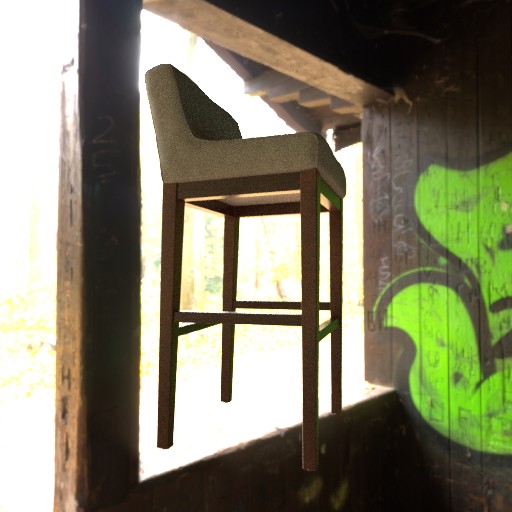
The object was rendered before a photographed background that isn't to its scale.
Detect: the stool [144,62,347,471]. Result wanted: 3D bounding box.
[{"bbox_3d":[0.000,0.000,1.343,0.500,1.037,0.511,-1,-2,18],"label":"stool"}]
